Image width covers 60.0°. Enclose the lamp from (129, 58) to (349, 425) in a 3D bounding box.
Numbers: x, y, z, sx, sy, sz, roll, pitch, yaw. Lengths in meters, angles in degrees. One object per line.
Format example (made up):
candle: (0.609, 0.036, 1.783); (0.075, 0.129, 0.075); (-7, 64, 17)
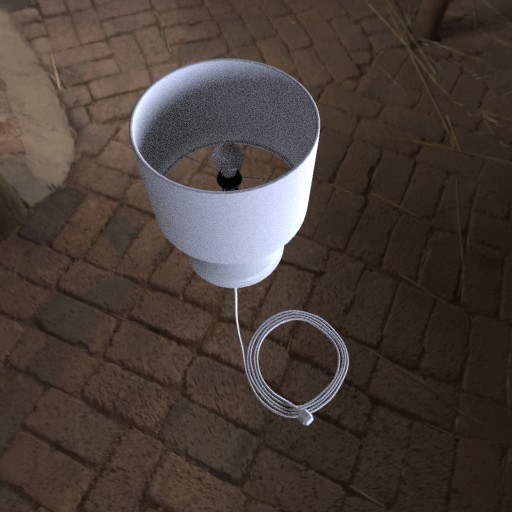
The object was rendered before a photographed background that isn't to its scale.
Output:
lamp: (0.000, 0.000, 0.844); (0.401, 0.457, 0.546); (-1, 60, -1)
